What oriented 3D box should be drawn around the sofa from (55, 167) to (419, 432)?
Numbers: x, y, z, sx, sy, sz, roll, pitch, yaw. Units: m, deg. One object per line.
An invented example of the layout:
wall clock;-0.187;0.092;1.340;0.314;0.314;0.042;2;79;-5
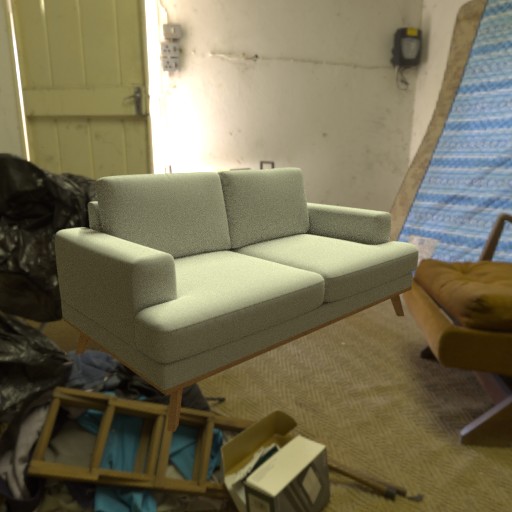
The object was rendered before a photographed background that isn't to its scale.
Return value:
sofa;0.000;0.000;2.200;1.651;0.810;0.915;-13;19;-42
